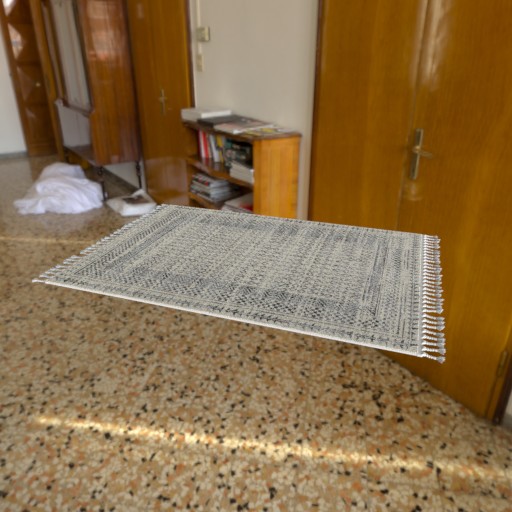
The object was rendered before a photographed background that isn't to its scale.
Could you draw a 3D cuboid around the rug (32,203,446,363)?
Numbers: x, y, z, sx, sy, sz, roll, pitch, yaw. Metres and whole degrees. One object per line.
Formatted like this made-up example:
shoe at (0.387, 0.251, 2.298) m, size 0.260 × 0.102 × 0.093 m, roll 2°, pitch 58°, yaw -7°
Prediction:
rug at (0.000, 0.000, 2.364) m, size 1.872 × 0.013 × 1.243 m, roll 8°, pitch 26°, yaw 17°
